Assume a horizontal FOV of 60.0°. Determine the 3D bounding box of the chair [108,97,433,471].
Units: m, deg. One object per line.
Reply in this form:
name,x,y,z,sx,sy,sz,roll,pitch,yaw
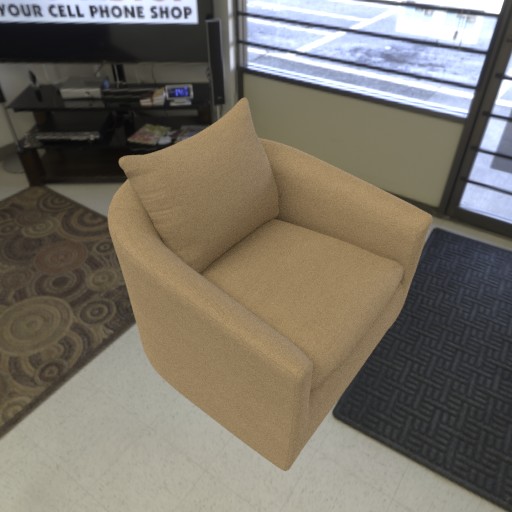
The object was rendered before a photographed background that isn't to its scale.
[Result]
chair,0.000,0.000,1.573,0.910,0.848,0.845,27,47,28
